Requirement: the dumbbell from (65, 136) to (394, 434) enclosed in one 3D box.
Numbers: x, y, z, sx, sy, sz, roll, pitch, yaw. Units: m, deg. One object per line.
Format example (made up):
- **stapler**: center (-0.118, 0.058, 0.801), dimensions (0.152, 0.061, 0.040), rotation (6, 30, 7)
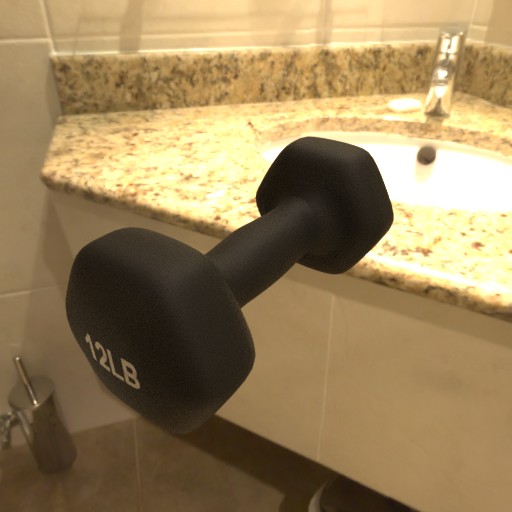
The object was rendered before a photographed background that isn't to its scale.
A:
- **dumbbell**: center (0.000, 0.000, 0.289), dimensions (0.112, 0.101, 0.231), rotation (22, 39, 30)
